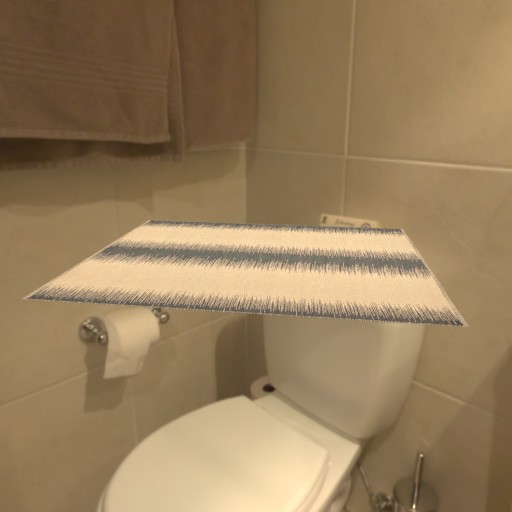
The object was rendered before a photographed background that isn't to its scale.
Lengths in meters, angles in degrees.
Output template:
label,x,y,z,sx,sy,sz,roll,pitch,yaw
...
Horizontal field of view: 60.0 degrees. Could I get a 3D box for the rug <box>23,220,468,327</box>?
label,x,y,z,sx,sy,sz,roll,pitch,yaw
rug,0.000,0.000,4.105,3.037,0.004,2.453,3,18,8
